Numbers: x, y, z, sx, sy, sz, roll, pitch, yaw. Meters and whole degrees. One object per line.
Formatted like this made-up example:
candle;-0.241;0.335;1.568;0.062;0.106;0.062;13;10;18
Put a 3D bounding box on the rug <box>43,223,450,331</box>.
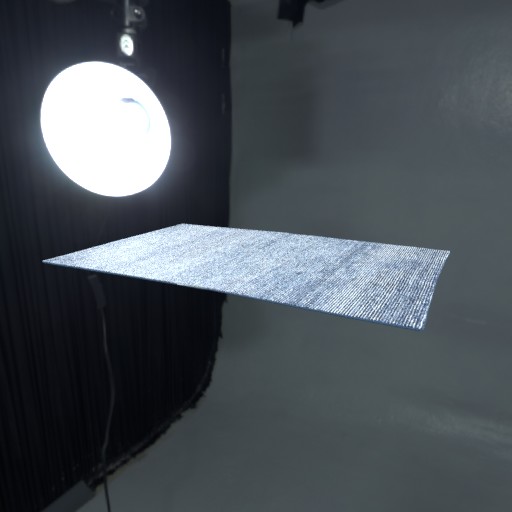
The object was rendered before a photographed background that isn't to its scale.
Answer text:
rug;0.000;0.000;2.296;1.793;0.025;1.159;7;16;27
